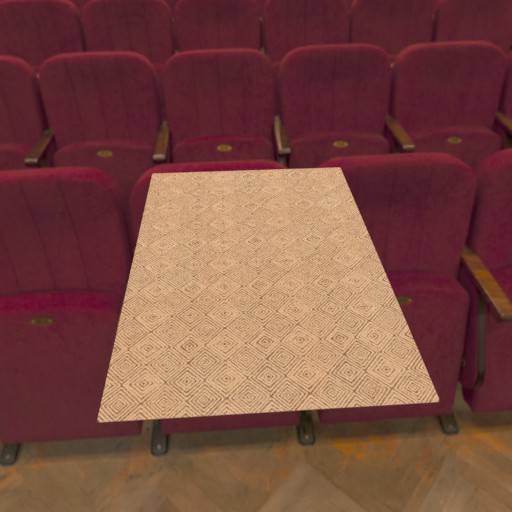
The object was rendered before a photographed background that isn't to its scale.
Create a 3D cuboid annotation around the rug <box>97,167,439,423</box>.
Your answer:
[{"bbox_3d":[0.000,0.000,2.903,1.593,0.008,2.238,-2,40,-3],"label":"rug"}]
